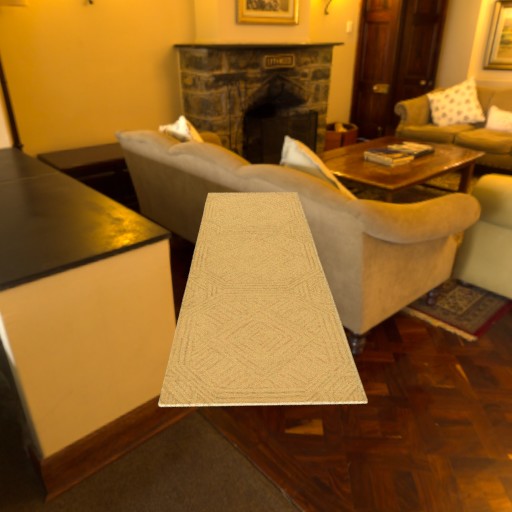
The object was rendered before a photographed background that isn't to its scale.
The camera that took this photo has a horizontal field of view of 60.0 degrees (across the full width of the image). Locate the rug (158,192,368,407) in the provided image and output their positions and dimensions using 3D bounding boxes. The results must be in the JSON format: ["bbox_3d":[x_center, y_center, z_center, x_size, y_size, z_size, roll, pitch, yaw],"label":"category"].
[{"bbox_3d":[0.000,0.000,2.720,0.775,0.012,2.452,-1,26,-1],"label":"rug"}]
